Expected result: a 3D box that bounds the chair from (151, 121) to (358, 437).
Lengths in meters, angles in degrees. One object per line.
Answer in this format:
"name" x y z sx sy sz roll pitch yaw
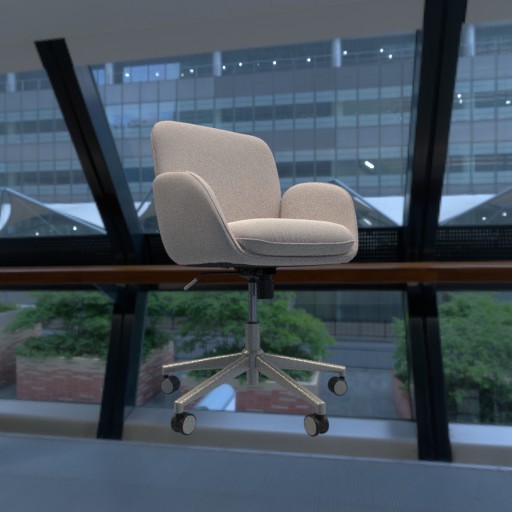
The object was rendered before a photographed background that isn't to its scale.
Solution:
"chair" 0.000 0.000 1.428 0.648 0.959 0.633 0 1 -35
